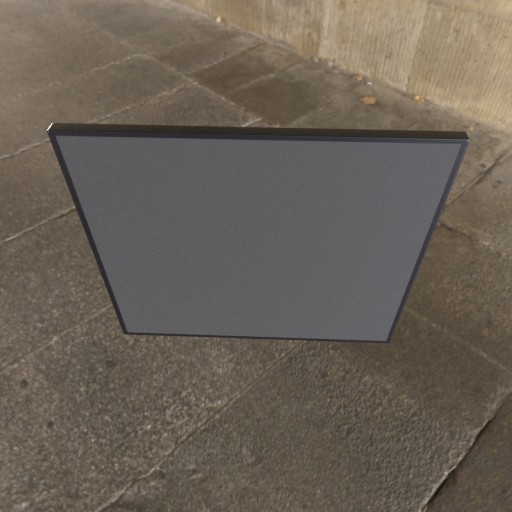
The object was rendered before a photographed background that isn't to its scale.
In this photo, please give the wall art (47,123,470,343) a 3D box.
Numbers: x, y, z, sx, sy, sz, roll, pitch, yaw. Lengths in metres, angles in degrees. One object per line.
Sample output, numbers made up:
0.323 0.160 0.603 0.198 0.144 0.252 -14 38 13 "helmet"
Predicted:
0.000 0.000 0.713 0.521 0.450 0.018 2 46 2 "wall art"
